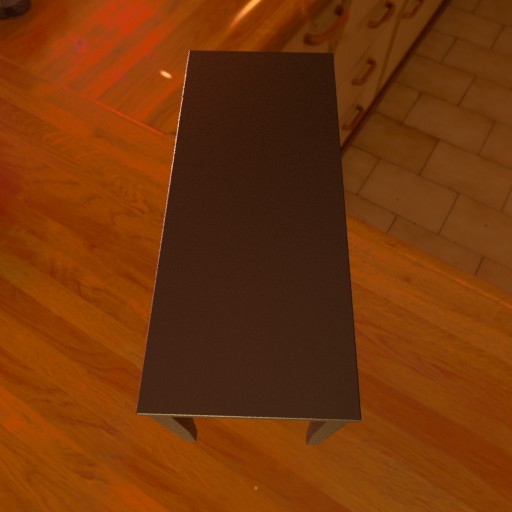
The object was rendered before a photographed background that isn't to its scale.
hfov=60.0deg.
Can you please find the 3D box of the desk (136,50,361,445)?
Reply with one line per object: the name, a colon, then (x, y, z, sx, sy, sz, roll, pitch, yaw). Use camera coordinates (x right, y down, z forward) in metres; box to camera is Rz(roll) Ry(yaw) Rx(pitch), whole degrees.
desk: (0.000, 0.000, 1.617, 0.508, 0.775, 1.220, 1, 62, 1)
